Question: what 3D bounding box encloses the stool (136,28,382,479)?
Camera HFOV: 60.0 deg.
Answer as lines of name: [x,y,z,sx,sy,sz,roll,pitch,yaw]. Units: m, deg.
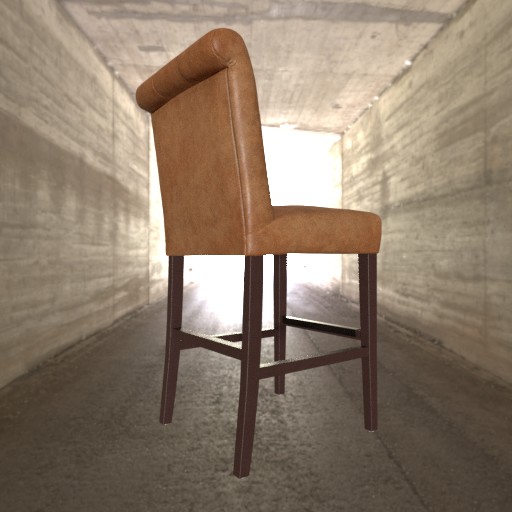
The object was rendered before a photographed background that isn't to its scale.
stool: [0.000,0.000,1.335,0.601,1.047,0.493,0,0,-37]
